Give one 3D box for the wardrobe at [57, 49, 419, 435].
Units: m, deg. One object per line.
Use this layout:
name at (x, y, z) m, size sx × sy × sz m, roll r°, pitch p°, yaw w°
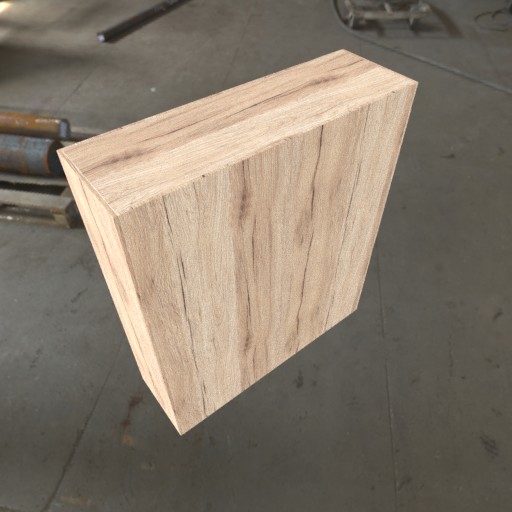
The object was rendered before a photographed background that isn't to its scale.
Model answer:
wardrobe at (0.000, 0.000, 2.949) m, size 1.810 × 2.070 × 0.580 m, roll -30°, pitch 53°, yaw -25°
